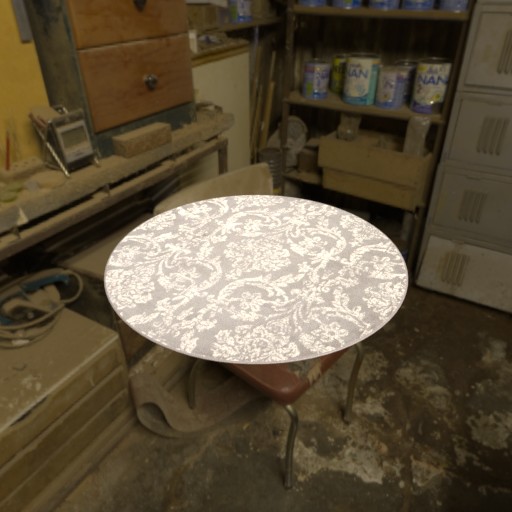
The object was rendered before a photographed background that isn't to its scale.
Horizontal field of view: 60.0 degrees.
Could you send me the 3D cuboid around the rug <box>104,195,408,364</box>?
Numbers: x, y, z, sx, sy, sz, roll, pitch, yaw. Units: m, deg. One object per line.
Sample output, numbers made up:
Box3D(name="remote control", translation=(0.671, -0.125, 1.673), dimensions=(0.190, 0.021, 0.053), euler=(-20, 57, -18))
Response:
Box3D(name="rug", translation=(0.000, 0.000, 2.416), dimensions=(1.593, 0.012, 1.593), euler=(0, 32, 0))
